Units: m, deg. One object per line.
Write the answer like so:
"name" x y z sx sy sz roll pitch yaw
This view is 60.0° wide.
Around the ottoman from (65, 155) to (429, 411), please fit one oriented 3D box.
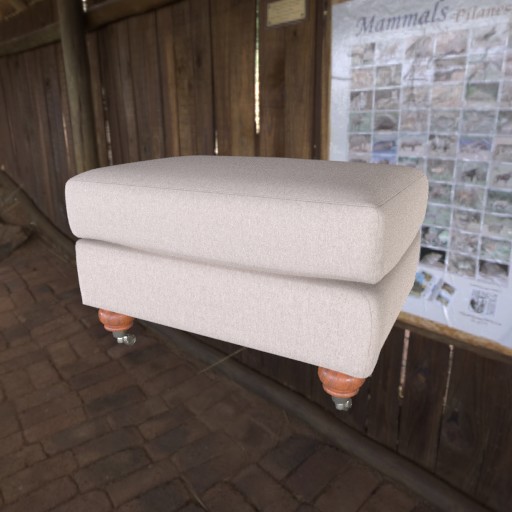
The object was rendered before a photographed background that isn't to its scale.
"ottoman" 0.000 0.000 1.167 0.773 0.497 0.574 9 20 26
